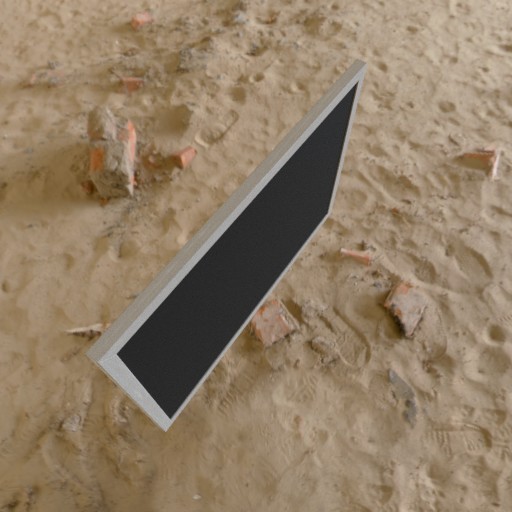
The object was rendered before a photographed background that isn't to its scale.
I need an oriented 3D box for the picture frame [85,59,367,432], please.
[{"bbox_3d":[0.000,0.000,1.205,0.029,0.640,0.950,31,64,17],"label":"picture frame"}]
